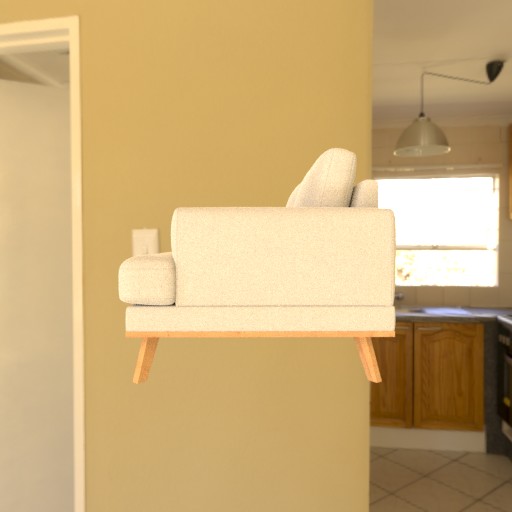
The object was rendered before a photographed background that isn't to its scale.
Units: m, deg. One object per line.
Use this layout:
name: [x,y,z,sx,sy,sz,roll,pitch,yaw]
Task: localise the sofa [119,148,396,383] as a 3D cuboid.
sofa: [0.000,0.000,2.223,0.915,0.810,1.651,0,1,-1]
